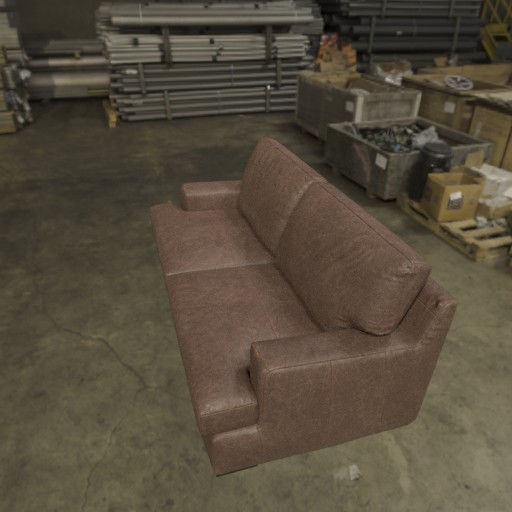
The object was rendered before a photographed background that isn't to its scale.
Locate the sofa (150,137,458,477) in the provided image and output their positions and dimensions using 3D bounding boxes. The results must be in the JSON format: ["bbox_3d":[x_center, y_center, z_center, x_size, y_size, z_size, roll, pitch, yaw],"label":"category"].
[{"bbox_3d":[0.000,0.000,2.759,1.143,0.941,2.261,-9,31,-15],"label":"sofa"}]
